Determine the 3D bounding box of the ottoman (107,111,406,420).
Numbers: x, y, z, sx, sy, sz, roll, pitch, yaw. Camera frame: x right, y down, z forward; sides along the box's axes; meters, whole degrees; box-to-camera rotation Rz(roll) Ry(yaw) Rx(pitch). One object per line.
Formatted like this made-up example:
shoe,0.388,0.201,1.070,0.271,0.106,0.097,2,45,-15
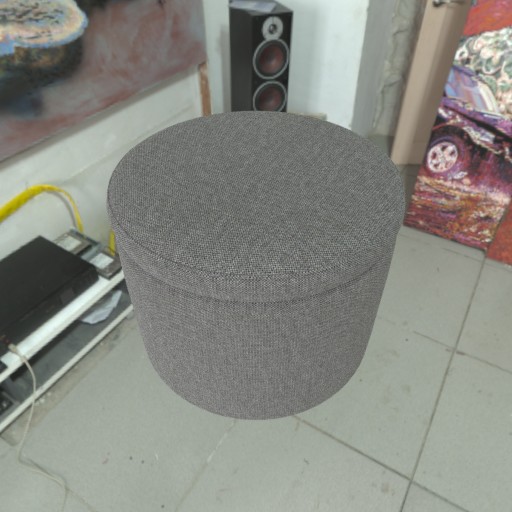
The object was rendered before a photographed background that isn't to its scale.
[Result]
ottoman,0.000,0.000,0.909,0.520,0.430,0.520,0,43,0
